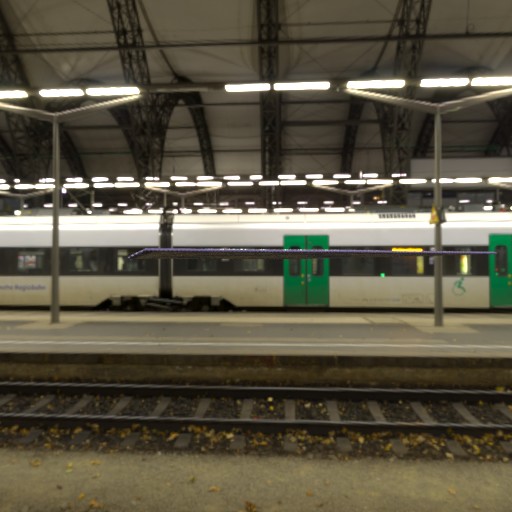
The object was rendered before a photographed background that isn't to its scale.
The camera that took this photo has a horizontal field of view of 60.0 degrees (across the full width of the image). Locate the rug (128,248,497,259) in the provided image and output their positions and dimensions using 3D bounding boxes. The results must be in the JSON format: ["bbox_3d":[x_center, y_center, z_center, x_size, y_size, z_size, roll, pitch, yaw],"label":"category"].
[{"bbox_3d":[0.000,0.000,2.193,1.184,0.012,1.781,0,-1,-17],"label":"rug"}]
